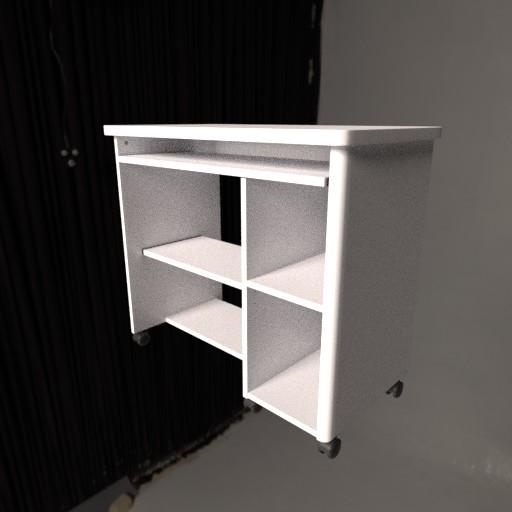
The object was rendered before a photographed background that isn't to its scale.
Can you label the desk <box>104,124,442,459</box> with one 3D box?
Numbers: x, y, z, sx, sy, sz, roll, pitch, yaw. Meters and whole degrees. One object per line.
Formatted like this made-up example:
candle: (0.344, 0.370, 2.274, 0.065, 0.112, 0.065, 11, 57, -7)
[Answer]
desk: (0.000, 0.000, 1.356, 0.877, 0.763, 0.475, 16, 23, 41)
